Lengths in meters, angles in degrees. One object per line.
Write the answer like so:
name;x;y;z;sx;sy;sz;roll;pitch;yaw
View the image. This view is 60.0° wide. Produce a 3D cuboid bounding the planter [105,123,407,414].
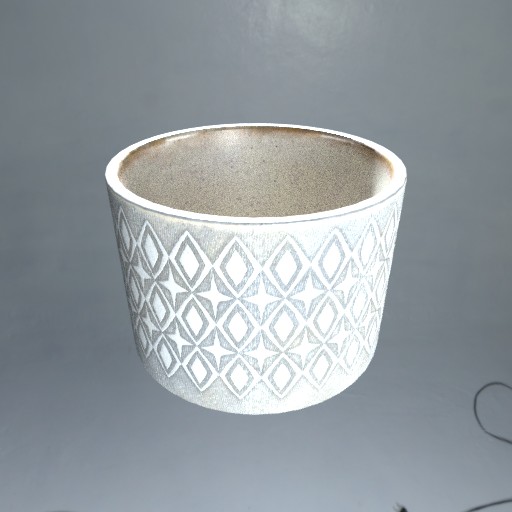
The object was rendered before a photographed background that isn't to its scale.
planter;0.000;0.000;0.320;0.186;0.144;0.186;0;30;0
